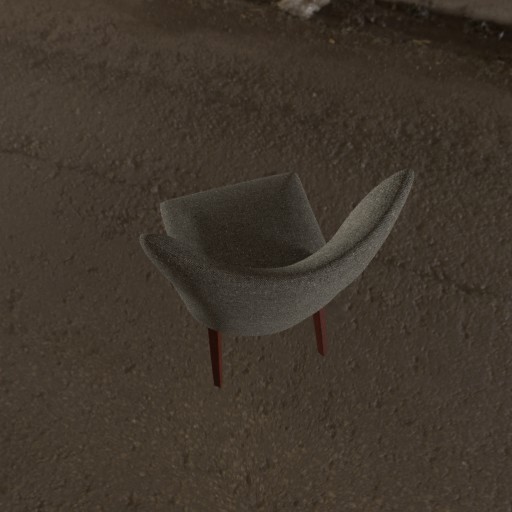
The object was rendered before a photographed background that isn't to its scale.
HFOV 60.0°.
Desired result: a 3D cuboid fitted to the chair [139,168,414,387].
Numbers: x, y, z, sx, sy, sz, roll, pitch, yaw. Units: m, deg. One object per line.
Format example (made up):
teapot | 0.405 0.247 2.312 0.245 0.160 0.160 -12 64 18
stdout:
chair | 0.000 0.000 1.289 0.535 0.924 0.623 -15 60 -9
